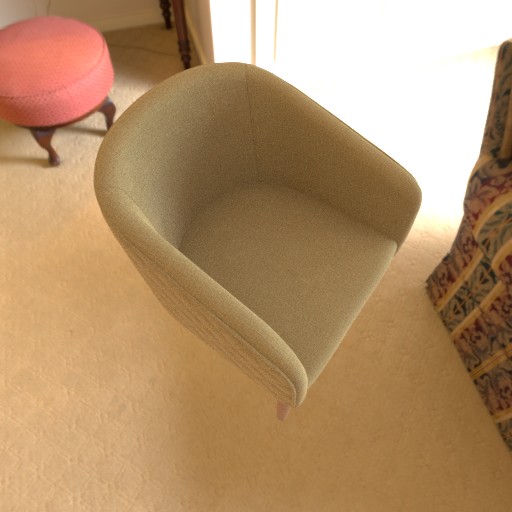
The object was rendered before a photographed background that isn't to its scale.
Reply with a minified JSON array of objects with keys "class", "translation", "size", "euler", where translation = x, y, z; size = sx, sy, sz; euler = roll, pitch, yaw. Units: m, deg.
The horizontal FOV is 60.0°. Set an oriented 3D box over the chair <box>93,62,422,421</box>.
[{"class":"chair","translation":[0.000,0.000,1.193],"size":[0.616,0.775,0.584],"euler":[31,63,18]}]
